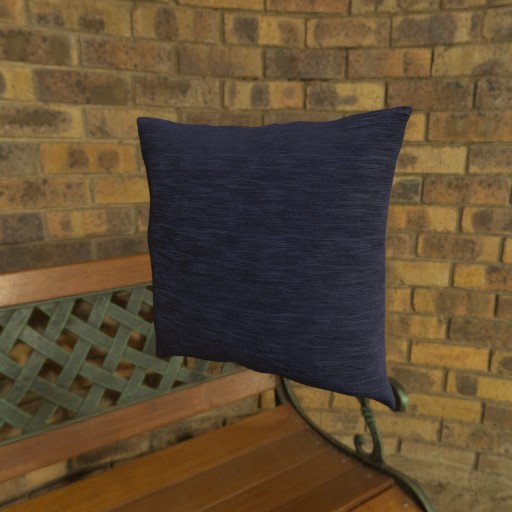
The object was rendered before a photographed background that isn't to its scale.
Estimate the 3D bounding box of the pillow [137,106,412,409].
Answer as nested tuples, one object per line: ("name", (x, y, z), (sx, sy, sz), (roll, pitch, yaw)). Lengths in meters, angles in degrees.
("pillow", (0.000, 0.000, 0.701), (0.452, 0.439, 0.204), (6, 14, 26))
